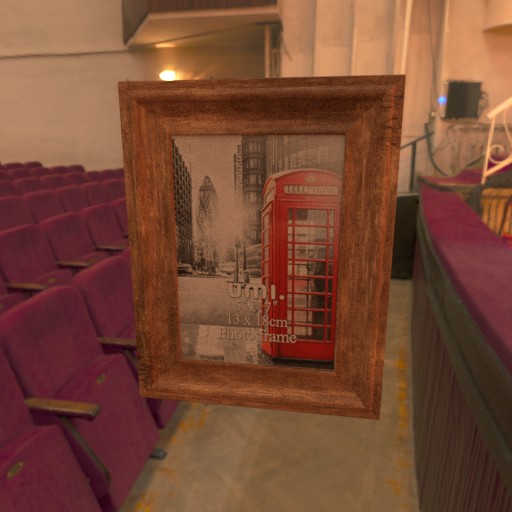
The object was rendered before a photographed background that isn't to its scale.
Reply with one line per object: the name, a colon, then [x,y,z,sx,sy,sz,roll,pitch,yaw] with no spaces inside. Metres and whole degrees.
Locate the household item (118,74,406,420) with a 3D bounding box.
household item: [0.000,0.000,0.318,0.186,0.237,0.018,2,14,9]
